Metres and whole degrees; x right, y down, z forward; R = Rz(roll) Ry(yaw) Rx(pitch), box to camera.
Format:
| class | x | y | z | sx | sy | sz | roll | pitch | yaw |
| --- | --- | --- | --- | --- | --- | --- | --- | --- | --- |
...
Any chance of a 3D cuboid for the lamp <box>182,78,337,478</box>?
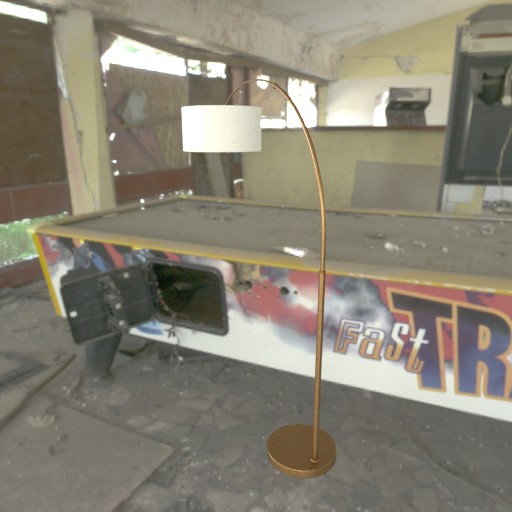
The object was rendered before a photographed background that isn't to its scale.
| class | x | y | z | sx | sy | sz | roll | pitch | yaw |
| --- | --- | --- | --- | --- | --- | --- | --- | --- | --- |
| lamp | 0.000 | 0.000 | 2.575 | 0.493 | 1.927 | 1.434 | -8 | 17 | -26 |
